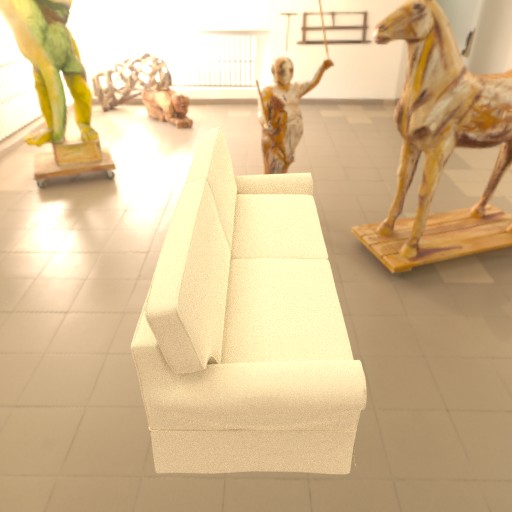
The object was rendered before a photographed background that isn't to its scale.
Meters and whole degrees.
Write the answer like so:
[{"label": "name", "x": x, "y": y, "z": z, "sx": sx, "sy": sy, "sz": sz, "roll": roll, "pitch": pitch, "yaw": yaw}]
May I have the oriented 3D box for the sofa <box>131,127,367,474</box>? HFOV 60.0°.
[{"label": "sofa", "x": 0.000, "y": 0.000, "z": 2.445, "sx": 0.862, "sy": 0.937, "sz": 2.021, "roll": 0, "pitch": 33, "yaw": 0}]
